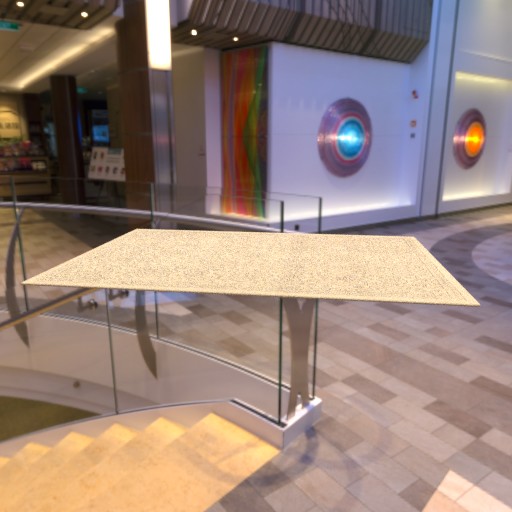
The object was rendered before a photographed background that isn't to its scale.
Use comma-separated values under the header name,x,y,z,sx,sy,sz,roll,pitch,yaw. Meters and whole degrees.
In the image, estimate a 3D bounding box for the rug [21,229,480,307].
name,x,y,z,sx,sy,sz,roll,pitch,yaw
rug,0.000,0.000,2.320,1.829,0.010,1.219,2,15,8
